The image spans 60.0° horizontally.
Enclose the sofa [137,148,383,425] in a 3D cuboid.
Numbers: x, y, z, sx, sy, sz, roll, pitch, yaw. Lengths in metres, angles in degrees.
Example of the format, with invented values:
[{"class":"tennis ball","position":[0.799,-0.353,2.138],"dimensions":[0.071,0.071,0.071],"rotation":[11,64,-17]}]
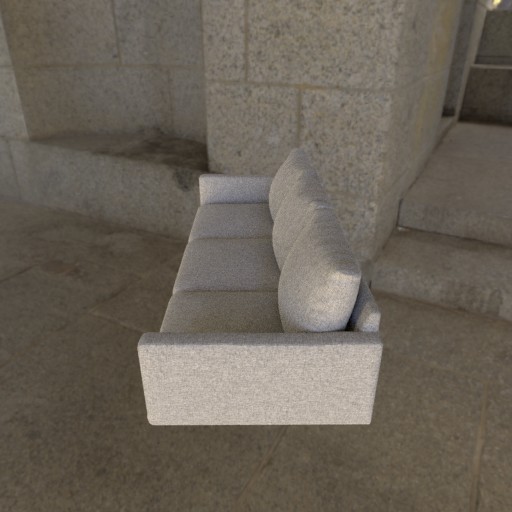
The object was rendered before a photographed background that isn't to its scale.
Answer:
[{"class":"sofa","position":[0.000,0.000,2.440],"dimensions":[0.850,0.830,2.000],"rotation":[0,27,0]}]
